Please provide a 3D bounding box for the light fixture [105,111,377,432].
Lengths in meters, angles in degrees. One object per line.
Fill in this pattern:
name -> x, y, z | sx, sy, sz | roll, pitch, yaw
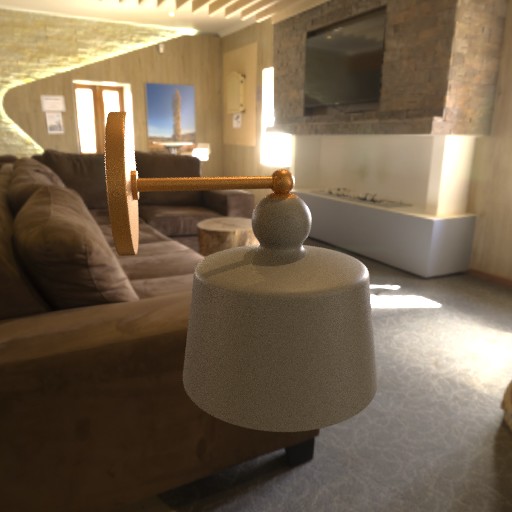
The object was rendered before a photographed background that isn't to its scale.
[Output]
light fixture -> 0.000, 0.000, 0.436 | 0.254, 0.268, 0.204 | -3, 15, -11
